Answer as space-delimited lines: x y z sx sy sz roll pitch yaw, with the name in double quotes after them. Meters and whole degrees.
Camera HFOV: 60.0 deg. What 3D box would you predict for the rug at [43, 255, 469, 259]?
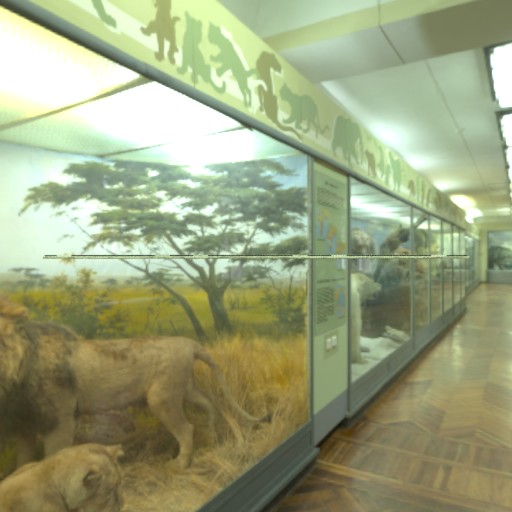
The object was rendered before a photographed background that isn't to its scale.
0.000 0.000 4.076 2.466 0.021 3.049 0 0 0 "rug"
